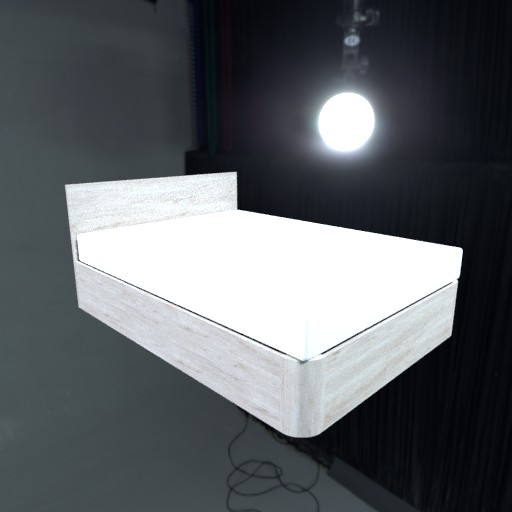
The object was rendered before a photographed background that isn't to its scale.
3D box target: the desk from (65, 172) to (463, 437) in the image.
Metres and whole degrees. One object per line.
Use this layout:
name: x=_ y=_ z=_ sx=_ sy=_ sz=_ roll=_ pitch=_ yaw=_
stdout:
desk: x=0.000 y=0.000 z=2.635 sx=1.400 sy=0.800 sz=1.900 roll=-15 pitch=21 yaw=-43
